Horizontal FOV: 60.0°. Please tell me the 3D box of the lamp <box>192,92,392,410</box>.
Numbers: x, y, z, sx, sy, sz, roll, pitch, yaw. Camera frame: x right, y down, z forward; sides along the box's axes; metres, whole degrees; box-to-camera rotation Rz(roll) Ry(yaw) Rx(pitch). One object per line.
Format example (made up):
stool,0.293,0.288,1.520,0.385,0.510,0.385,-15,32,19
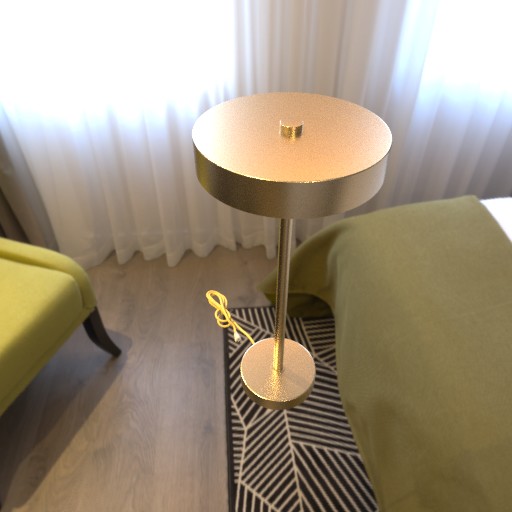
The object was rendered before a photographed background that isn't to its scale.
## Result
lamp,0.000,0.000,0.718,0.229,0.508,0.369,-25,47,-26
